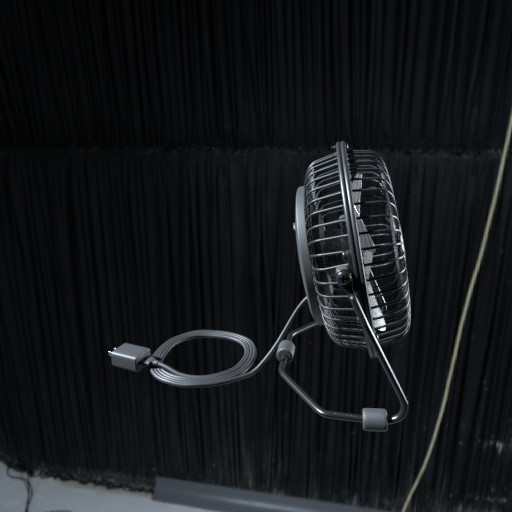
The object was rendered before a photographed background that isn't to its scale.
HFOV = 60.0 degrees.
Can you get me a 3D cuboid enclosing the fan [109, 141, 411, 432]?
[{"bbox_3d":[0.000,0.000,0.301,0.202,0.152,0.153,3,17,11],"label":"fan"}]
